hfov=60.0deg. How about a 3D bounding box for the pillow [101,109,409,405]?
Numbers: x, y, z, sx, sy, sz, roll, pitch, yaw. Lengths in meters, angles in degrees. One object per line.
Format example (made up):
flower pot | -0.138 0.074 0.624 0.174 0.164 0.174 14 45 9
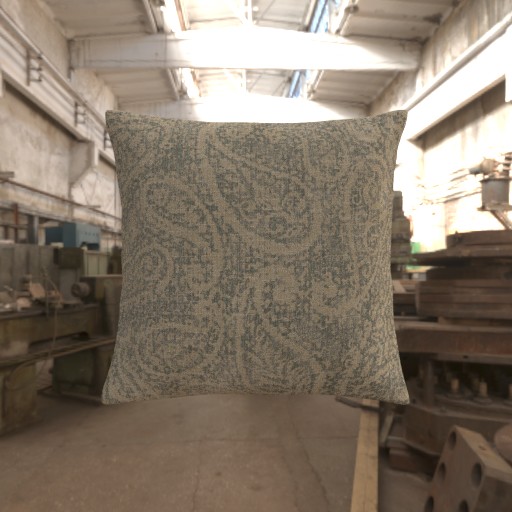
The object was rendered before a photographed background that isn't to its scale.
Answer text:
pillow | 0.000 0.000 0.762 0.526 0.507 0.166 0 0 0
